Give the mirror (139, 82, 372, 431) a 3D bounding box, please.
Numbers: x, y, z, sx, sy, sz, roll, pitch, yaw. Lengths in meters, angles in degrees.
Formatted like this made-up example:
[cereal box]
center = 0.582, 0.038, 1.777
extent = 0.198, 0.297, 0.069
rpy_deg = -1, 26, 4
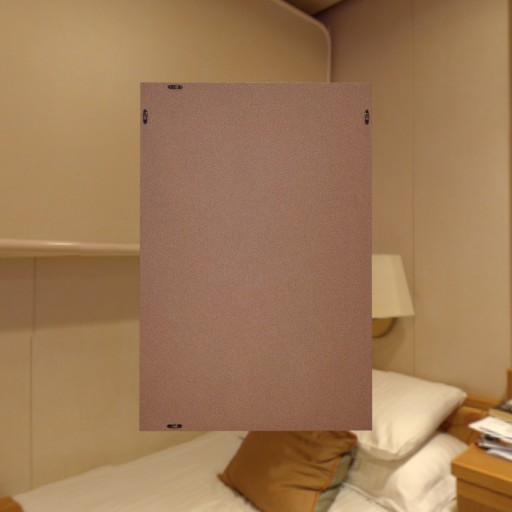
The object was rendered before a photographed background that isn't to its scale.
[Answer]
[mirror]
center = 0.000, 0.000, 1.179
extent = 0.609, 0.915, 0.040
rpy_deg = 0, -1, 0
